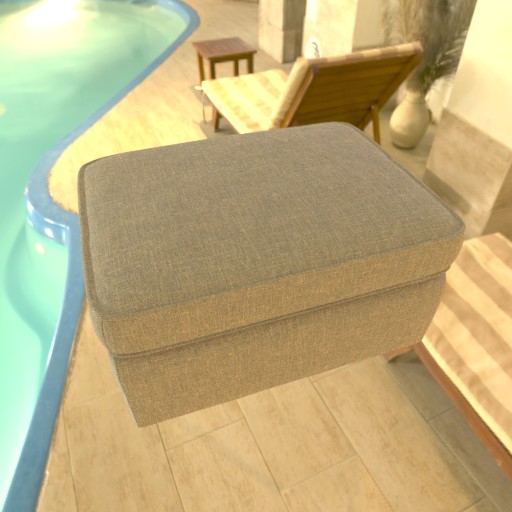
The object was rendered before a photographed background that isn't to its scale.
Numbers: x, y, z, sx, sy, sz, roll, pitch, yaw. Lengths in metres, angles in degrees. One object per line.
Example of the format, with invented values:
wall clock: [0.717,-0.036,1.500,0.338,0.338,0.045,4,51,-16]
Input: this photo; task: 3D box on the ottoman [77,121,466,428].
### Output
ottoman: [0.000,0.000,1.109,0.762,0.457,0.559,-13,43,-14]
